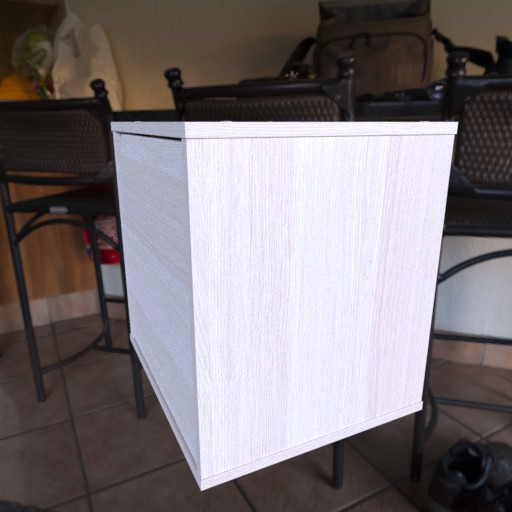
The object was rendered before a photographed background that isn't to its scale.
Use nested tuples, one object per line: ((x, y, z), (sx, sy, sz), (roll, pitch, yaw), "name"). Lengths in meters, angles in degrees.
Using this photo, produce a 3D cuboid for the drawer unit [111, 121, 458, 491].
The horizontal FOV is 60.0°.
((0.000, 0.000, 0.592), (0.290, 0.344, 0.349), (-8, 19, -25), "drawer unit")
